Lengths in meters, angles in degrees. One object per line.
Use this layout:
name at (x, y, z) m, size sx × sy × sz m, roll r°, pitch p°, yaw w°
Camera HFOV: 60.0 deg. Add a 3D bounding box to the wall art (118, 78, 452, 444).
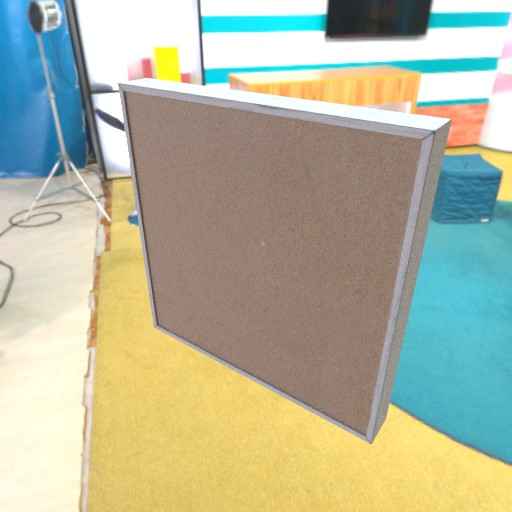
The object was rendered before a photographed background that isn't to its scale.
wall art at (0.000, 0.000, 0.446) m, size 0.305 × 0.305 × 0.038 m, roll 20°, pitch 36°, yaw 30°
